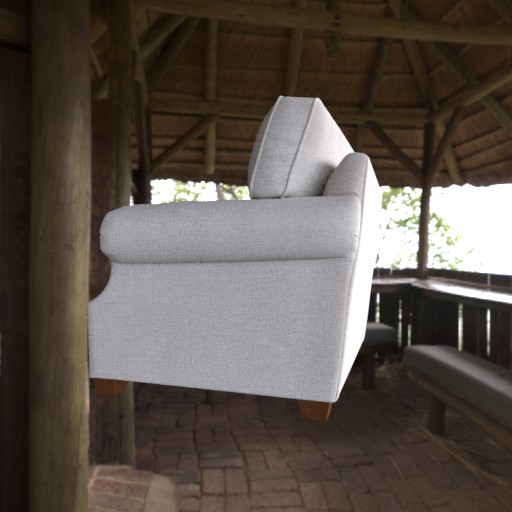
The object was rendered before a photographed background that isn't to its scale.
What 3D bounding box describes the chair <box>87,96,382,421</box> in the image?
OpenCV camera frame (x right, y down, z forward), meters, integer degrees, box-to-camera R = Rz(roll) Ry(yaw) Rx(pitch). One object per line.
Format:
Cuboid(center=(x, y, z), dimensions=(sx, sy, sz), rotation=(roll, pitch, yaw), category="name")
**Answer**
Cuboid(center=(0.000, 0.000, 1.828), dimensions=(0.965, 0.961, 1.092), rotation=(0, 1, 18), category="chair")
